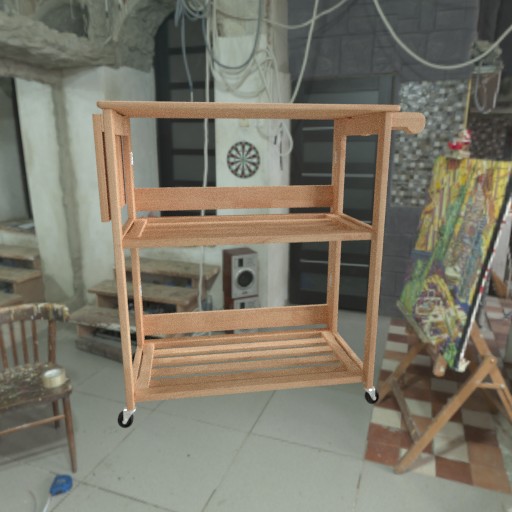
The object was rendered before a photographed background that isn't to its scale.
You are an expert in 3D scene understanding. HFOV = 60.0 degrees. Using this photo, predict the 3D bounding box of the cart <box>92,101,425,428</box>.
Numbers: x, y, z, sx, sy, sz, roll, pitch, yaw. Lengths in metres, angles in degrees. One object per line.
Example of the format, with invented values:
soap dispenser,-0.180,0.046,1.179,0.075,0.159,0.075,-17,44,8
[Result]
cart,0.000,0.000,1.397,0.853,0.879,0.432,-2,14,-9
